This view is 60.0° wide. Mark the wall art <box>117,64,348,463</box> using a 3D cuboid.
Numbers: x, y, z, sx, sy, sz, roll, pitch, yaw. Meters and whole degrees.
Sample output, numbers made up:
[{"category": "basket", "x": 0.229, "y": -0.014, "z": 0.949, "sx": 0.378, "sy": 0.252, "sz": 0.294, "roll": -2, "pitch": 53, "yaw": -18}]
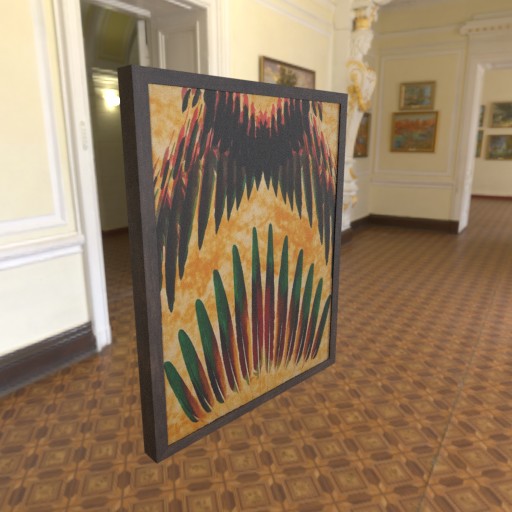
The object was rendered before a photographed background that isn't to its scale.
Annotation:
[{"category": "wall art", "x": 0.000, "y": 0.000, "z": 0.556, "sx": 0.329, "sy": 0.406, "sz": 0.027, "roll": -13, "pitch": 19, "yaw": -43}]
